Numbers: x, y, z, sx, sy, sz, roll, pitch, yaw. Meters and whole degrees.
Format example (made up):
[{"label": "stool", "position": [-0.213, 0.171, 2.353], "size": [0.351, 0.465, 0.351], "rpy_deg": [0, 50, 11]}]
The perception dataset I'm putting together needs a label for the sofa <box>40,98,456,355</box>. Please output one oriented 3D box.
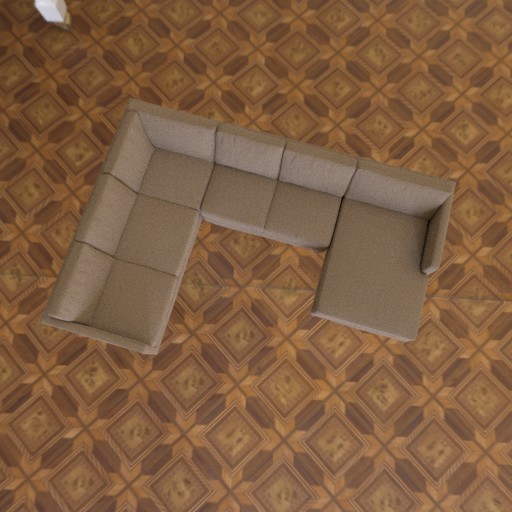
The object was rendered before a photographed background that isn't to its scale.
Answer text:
[{"label": "sofa", "position": [0.000, 0.000, 4.444], "size": [3.438, 0.865, 2.424], "rpy_deg": [16, 77, 4]}]
